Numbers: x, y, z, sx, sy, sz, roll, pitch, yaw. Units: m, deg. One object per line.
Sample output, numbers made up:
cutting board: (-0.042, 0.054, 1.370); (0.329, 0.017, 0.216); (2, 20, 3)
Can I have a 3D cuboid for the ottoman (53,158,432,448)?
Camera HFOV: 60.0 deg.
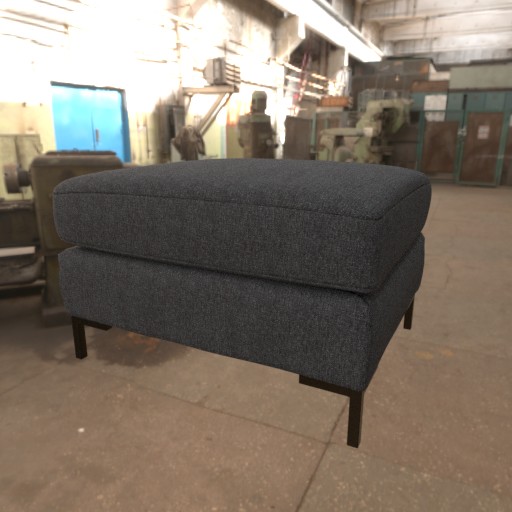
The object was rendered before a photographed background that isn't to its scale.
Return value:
ottoman: (0.000, 0.000, 1.259); (0.831, 0.533, 0.695); (8, 17, 27)
